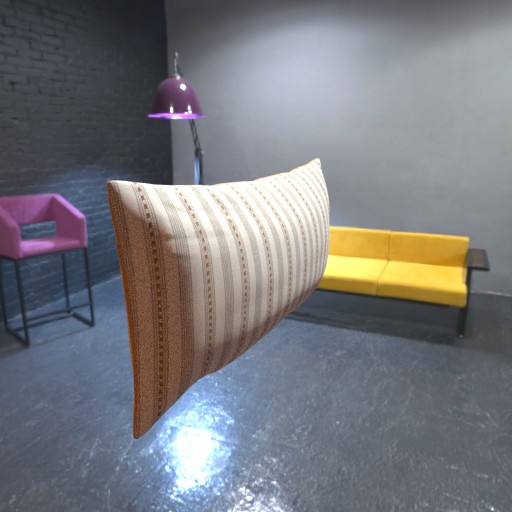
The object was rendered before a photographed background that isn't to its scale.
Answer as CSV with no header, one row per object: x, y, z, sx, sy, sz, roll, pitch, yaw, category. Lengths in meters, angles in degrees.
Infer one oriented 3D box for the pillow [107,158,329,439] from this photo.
0.000,0.000,0.726,0.151,0.291,0.608,7,16,26,pillow
